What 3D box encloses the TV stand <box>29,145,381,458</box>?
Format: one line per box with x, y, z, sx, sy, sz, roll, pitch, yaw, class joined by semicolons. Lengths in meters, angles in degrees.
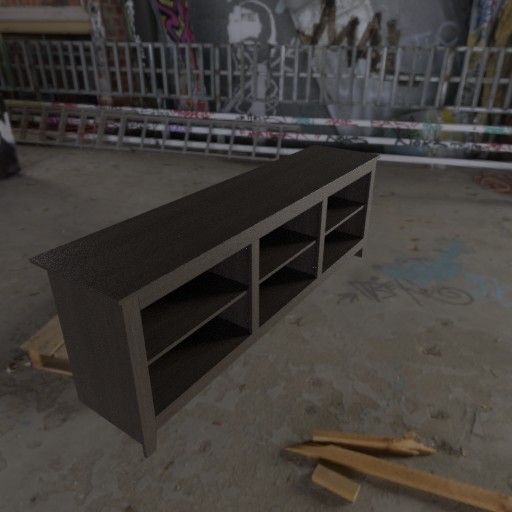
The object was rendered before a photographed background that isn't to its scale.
0.000;0.000;2.005;0.406;0.610;1.778;18;32;31;TV stand
